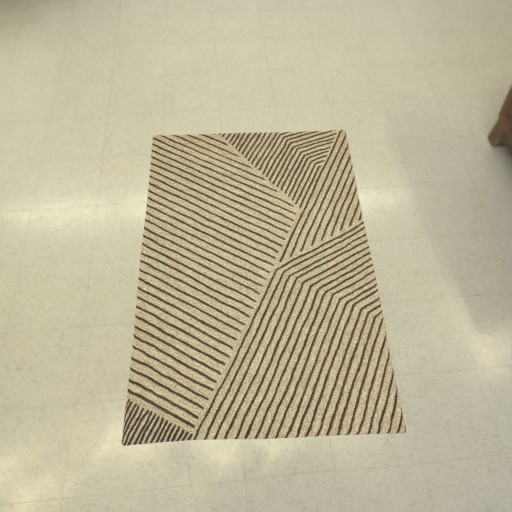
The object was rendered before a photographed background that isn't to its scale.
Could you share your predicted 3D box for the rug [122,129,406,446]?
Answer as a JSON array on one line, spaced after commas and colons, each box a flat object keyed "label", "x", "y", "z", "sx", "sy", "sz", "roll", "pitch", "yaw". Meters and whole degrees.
[{"label": "rug", "x": 0.000, "y": 0.000, "z": 2.380, "sx": 1.237, "sy": 0.019, "sz": 1.842, "roll": -2, "pitch": 60, "yaw": -1}]
